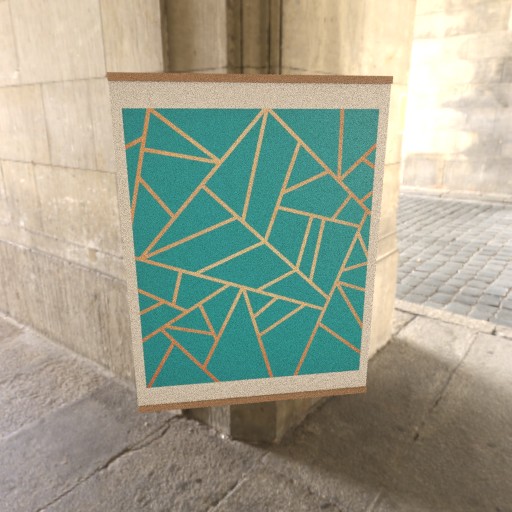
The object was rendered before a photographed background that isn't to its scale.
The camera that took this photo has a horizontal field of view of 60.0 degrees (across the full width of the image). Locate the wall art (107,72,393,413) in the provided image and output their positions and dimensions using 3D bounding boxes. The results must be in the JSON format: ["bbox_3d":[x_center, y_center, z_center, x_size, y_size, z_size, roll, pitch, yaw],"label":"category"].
[{"bbox_3d":[0.000,0.000,0.799,0.459,0.608,0.012,-2,17,-8],"label":"wall art"}]
